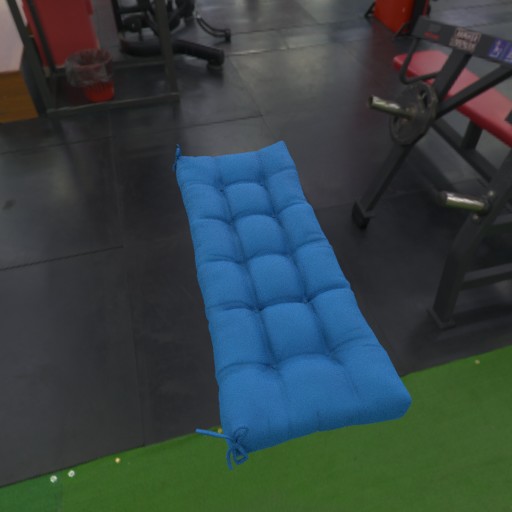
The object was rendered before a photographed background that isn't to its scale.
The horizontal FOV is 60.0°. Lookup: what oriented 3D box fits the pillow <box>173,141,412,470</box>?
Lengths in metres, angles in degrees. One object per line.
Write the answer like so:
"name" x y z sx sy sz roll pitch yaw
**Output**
"pillow" 0.000 0.000 1.386 0.511 0.174 1.194 -10 48 -9
